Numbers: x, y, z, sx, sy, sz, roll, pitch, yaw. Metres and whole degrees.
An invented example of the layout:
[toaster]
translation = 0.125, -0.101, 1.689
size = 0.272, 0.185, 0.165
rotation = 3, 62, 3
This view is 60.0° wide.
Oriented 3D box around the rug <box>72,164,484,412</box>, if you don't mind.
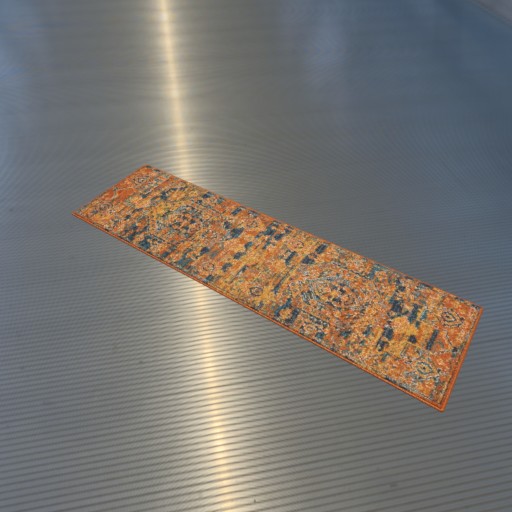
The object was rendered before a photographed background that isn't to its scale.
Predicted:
[rug]
translation = 0.000, 0.000, 2.443
size = 2.274, 0.016, 0.651
rotation = 25, 50, 23
